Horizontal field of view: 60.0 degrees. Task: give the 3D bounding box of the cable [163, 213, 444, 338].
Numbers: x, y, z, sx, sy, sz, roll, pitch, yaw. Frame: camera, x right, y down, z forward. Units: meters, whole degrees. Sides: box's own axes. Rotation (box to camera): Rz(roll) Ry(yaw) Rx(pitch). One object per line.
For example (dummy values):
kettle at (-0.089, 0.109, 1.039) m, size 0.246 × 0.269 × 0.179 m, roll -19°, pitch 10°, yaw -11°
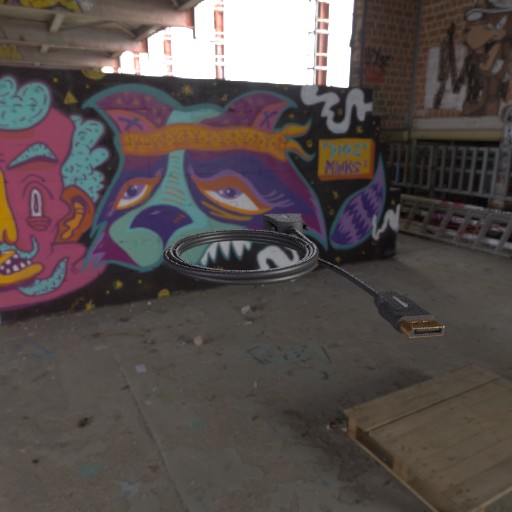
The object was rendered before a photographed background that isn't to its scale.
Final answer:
cable at (0.000, 0.000, 0.327) m, size 0.136 × 0.015 × 0.281 m, roll -2°, pitch 15°, yaw -8°
